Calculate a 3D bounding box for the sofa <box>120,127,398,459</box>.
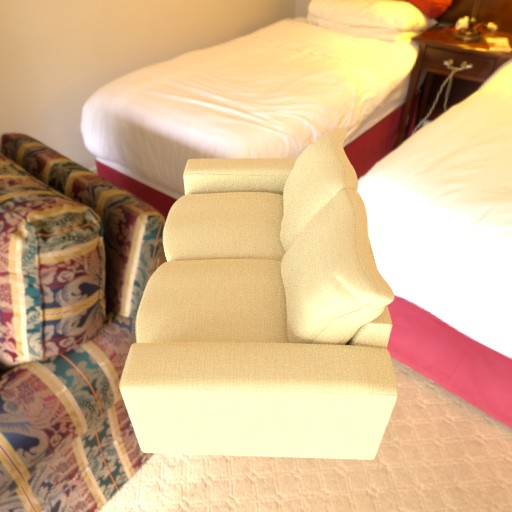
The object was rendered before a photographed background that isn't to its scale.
[{"bbox_3d":[0.000,0.000,2.340,1.091,0.875,1.754,1,40,1],"label":"sofa"}]
